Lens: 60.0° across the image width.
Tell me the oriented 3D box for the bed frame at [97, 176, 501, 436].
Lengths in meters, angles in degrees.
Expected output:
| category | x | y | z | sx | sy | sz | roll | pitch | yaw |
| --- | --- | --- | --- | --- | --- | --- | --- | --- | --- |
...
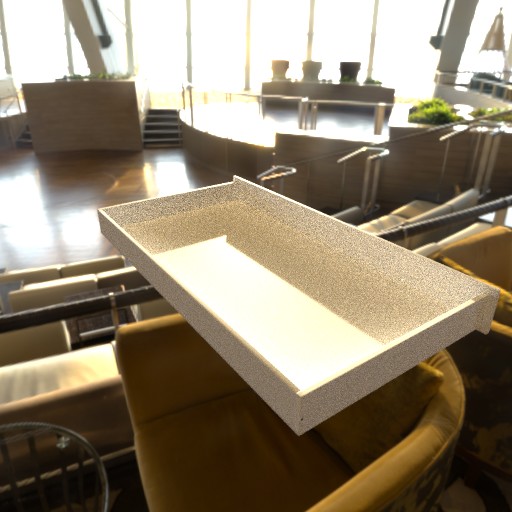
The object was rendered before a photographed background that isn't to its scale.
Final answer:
| category | x | y | z | sx | sy | sz | roll | pitch | yaw |
| --- | --- | --- | --- | --- | --- | --- | --- | --- | --- |
| bed frame | 0.000 | 0.000 | 1.505 | 0.670 | 0.141 | 1.300 | -17 | 31 | -31 |
